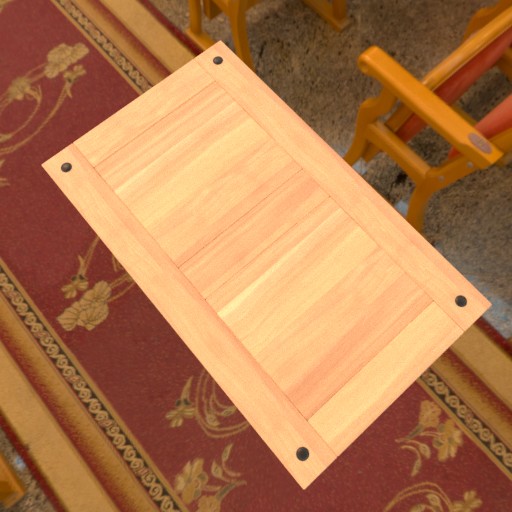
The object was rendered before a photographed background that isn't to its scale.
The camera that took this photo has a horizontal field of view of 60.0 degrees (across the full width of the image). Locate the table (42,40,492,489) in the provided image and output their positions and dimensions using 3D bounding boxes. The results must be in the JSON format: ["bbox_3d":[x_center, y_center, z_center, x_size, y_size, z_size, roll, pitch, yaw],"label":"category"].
[{"bbox_3d":[0.000,0.000,1.294,0.600,0.437,1.000,-40,77,-11],"label":"table"}]
